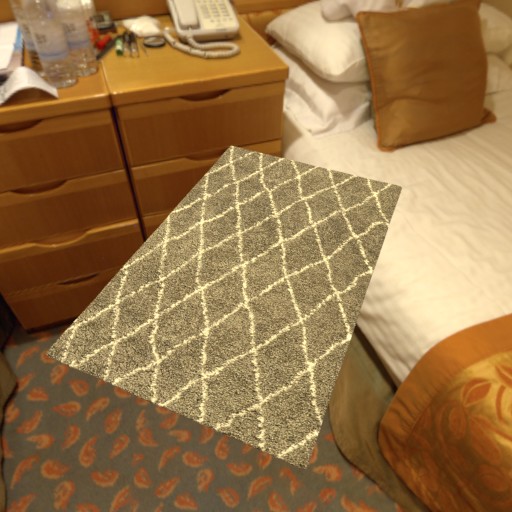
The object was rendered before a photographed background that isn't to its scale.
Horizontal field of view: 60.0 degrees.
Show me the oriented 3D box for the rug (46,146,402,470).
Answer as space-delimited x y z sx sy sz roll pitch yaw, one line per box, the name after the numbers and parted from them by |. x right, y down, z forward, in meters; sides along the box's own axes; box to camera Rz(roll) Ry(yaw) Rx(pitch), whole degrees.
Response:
0.000 0.000 3.493 1.778 0.030 2.743 17 48 16 | rug
